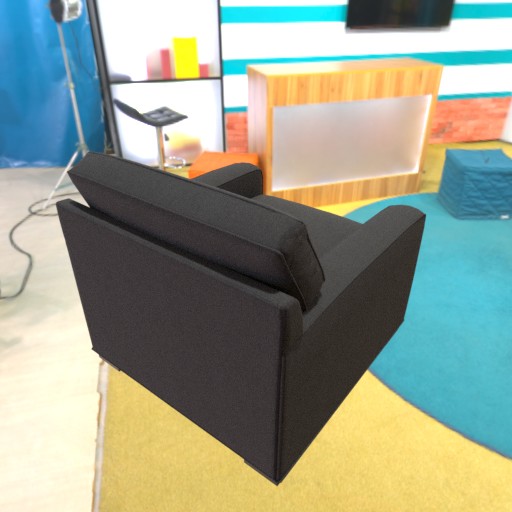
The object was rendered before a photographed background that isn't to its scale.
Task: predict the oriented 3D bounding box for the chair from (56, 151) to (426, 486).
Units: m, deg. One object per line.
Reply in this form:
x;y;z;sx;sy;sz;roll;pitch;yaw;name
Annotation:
0.000;0.000;1.792;0.997;0.913;1.043;22;38;32;chair
